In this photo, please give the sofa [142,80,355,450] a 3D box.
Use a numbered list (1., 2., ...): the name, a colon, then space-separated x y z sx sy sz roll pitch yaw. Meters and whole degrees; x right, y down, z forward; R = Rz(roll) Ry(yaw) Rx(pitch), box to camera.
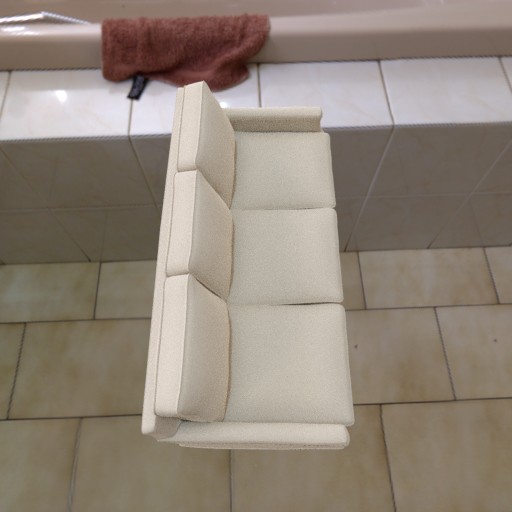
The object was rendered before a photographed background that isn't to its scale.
1. sofa: 0.000 0.000 2.824 1.084 1.003 2.246 0 65 0
